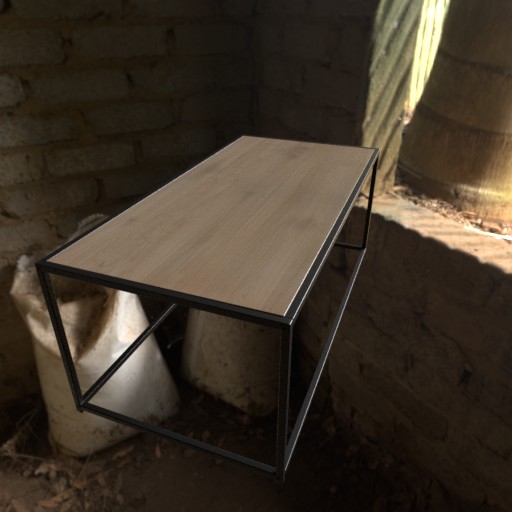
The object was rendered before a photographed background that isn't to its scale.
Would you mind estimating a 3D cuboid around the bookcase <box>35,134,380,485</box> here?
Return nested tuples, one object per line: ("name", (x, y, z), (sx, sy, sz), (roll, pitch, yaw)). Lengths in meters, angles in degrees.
("bookcase", (0.000, 0.000, 1.251), (0.500, 0.400, 1.000), (11, 32, 18))
